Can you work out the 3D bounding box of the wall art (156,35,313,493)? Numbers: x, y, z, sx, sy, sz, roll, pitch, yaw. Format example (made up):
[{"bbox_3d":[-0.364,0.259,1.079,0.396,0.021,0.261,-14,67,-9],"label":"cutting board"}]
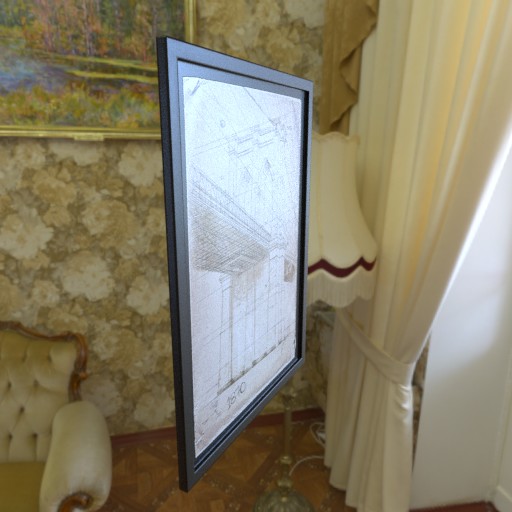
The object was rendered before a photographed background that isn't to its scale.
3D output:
[{"bbox_3d":[0.000,0.000,0.820,0.016,0.657,0.480,8,16,28],"label":"wall art"}]
